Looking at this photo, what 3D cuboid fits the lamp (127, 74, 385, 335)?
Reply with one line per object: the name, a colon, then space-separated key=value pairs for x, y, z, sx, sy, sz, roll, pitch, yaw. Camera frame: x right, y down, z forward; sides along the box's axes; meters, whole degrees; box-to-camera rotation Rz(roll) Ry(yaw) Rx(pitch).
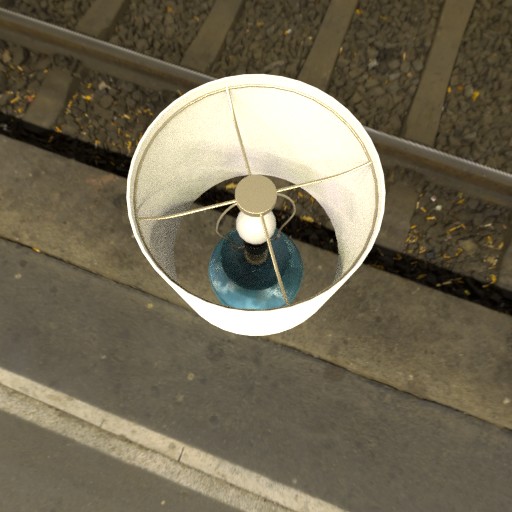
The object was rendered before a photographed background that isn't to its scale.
lamp: x=0.000 y=0.000 z=0.582 sx=0.211 sy=0.455 sz=0.211 roll=-1 pitch=75 yaw=0
